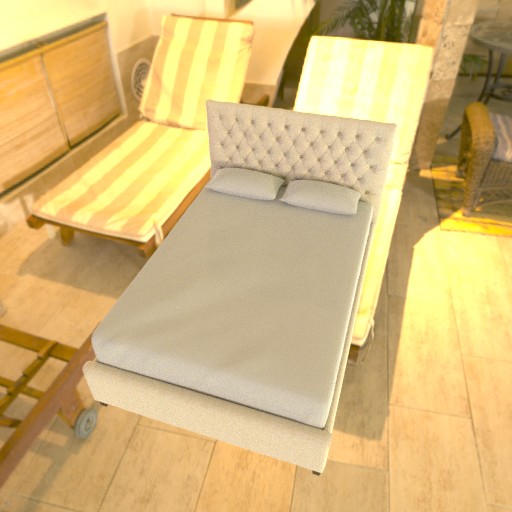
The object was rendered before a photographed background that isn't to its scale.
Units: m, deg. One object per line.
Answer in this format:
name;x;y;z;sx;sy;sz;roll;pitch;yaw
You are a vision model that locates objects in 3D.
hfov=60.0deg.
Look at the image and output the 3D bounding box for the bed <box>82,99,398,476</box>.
bed;0.000;0.000;3.434;1.698;1.427;2.387;12;42;14
